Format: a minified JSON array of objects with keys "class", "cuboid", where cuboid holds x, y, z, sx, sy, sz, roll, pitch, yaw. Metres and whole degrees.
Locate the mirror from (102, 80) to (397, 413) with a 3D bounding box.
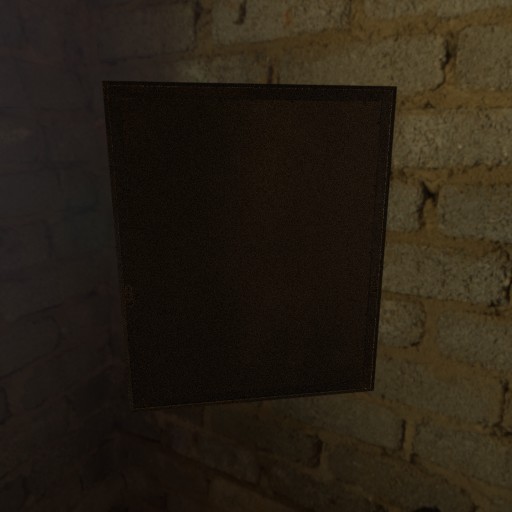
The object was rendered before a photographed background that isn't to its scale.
[{"class":"mirror","cuboid":[0.000,0.000,1.213,0.730,0.882,0.032,-2,15,-9]}]
